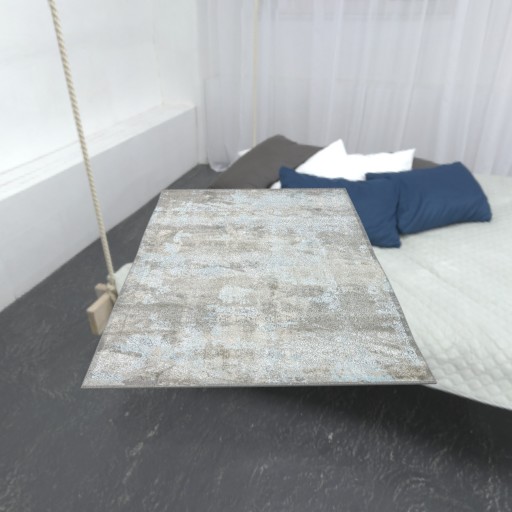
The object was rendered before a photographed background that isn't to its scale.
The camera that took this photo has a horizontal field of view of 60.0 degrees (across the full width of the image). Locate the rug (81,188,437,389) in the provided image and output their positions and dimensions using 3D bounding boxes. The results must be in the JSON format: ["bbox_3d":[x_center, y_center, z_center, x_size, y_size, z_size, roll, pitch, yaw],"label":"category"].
[{"bbox_3d":[0.000,0.000,4.362,2.393,0.013,3.307,-1,32,-1],"label":"rug"}]
